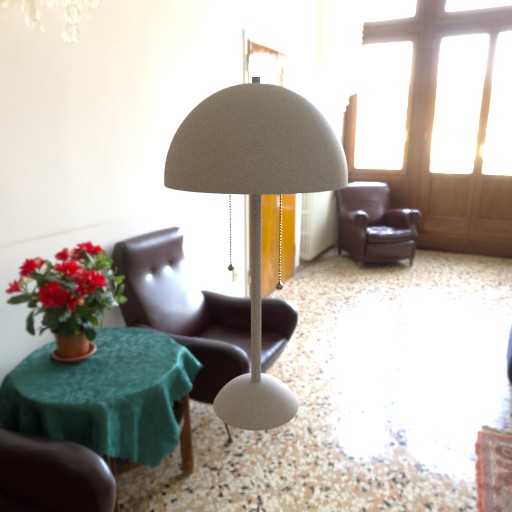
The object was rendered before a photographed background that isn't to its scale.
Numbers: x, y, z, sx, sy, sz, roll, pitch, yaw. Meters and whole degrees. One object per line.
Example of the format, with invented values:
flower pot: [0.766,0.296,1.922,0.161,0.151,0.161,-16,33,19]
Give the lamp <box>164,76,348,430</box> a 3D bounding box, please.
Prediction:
lamp: [0.000,0.000,0.437,0.171,0.330,0.171,0,15,0]
